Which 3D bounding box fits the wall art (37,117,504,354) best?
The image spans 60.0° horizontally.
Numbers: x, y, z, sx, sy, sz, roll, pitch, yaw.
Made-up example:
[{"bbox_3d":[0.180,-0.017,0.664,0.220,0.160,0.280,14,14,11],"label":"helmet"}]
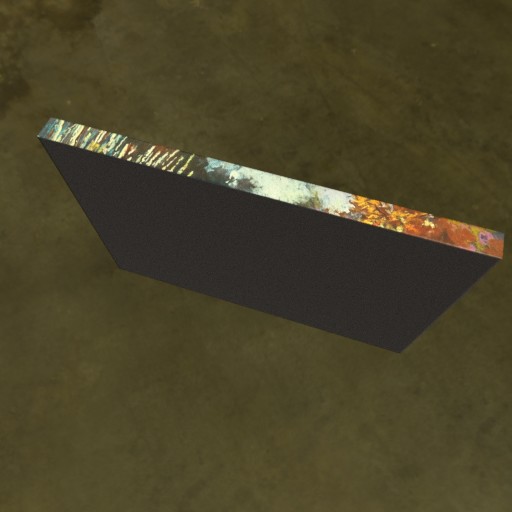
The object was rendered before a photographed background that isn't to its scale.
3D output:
[{"bbox_3d":[0.000,0.000,0.743,0.610,0.406,0.037,16,63,8],"label":"wall art"}]
